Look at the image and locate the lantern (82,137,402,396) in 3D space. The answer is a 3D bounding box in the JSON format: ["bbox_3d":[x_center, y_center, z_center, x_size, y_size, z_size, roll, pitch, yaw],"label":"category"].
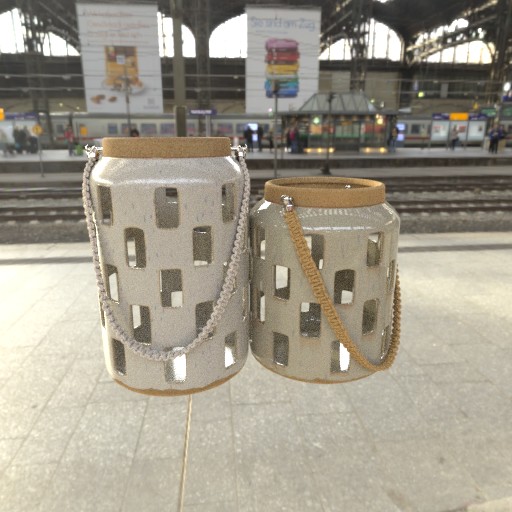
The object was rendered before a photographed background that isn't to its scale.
[{"bbox_3d":[0.000,0.000,0.494,0.347,0.255,0.184,-2,15,-8],"label":"lantern"}]
